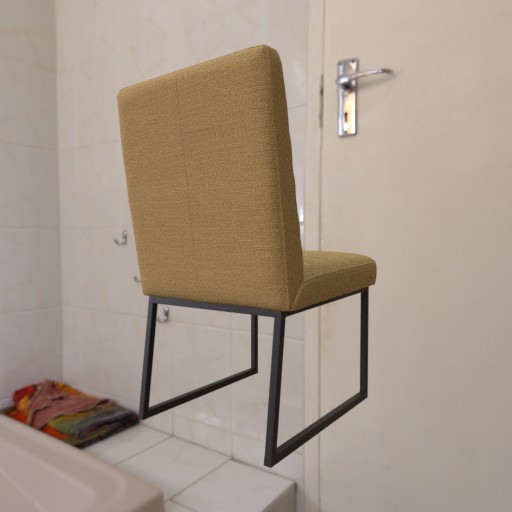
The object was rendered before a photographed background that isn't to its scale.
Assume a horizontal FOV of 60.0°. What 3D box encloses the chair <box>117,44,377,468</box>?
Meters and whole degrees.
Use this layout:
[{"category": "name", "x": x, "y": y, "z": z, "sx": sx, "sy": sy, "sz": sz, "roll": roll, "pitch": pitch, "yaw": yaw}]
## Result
[{"category": "chair", "x": 0.000, "y": 0.000, "z": 1.322, "sx": 0.520, "sy": 0.930, "sz": 0.634, "roll": 2, "pitch": 3, "yaw": 36}]
